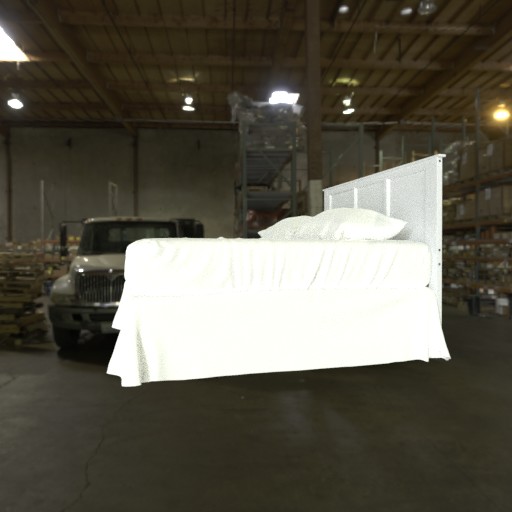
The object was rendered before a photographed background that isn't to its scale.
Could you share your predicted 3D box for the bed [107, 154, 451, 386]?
[{"bbox_3d":[0.000,0.000,3.256,2.047,1.269,1.876,0,1,-17],"label":"bed"}]
